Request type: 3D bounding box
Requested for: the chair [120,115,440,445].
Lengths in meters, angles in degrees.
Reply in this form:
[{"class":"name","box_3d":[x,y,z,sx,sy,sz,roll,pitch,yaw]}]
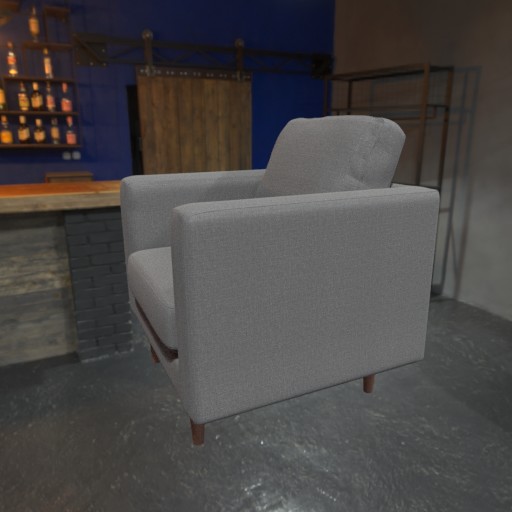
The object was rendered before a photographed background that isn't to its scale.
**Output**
[{"class":"chair","box_3d":[0.000,0.000,1.529,0.800,0.927,0.854,-7,17,-24]}]
